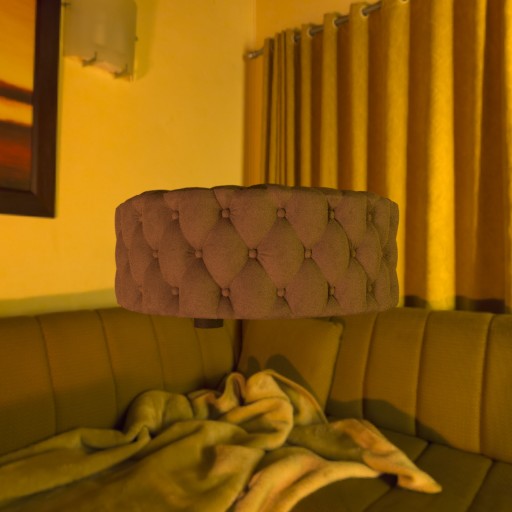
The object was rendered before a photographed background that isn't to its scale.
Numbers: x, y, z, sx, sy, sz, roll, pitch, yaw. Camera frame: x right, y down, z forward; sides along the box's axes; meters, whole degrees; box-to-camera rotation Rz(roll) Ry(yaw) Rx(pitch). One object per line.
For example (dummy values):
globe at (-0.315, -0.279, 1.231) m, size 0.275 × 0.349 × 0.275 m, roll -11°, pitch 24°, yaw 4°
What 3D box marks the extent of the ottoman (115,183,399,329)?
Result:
ottoman at (0.000, 0.000, 1.623) m, size 0.998 × 0.399 × 0.998 m, roll 0°, pitch 0°, yaw 0°
